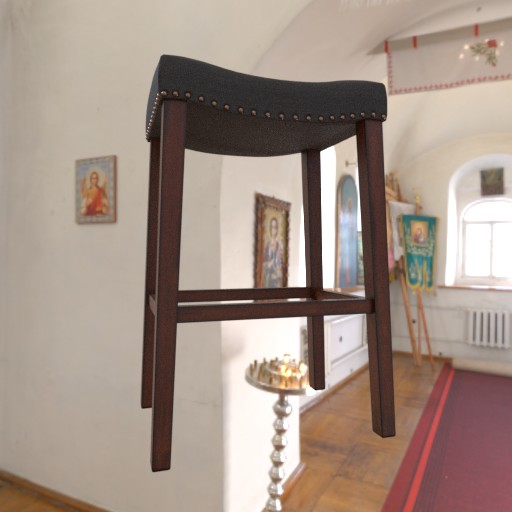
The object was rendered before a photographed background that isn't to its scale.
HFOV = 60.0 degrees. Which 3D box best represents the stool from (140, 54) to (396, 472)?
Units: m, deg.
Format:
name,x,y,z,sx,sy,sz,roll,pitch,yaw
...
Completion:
name,x,y,z,sx,sy,sz,roll,pitch,yaw
stool,0.000,0.000,1.027,0.502,0.760,0.366,0,1,-18
